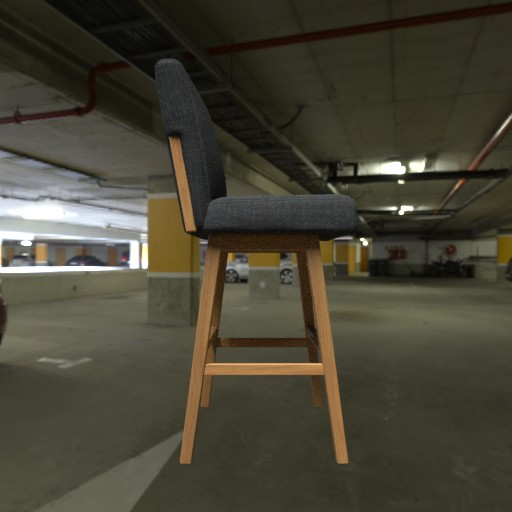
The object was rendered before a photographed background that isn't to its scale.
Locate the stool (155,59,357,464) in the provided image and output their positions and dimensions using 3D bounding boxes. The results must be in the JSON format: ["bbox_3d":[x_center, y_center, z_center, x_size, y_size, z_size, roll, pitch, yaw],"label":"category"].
[{"bbox_3d":[0.000,0.000,1.423,0.570,1.112,0.483,0,0,0],"label":"stool"}]
